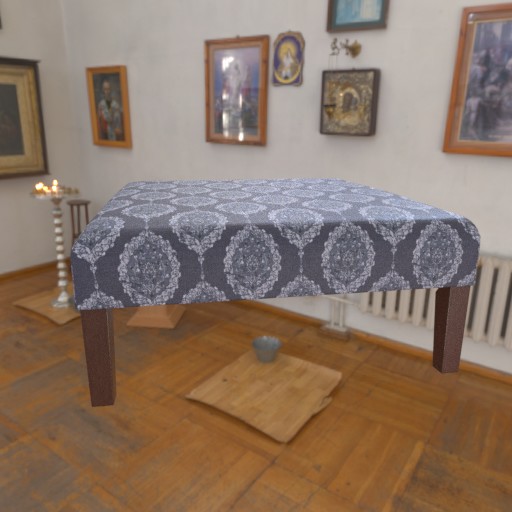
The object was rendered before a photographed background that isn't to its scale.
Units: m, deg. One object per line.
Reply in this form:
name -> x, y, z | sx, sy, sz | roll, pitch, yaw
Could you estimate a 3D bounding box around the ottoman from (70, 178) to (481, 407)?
ottoman -> 0.000, 0.000, 1.383 | 0.889, 0.409, 0.890 | -3, 16, -9
